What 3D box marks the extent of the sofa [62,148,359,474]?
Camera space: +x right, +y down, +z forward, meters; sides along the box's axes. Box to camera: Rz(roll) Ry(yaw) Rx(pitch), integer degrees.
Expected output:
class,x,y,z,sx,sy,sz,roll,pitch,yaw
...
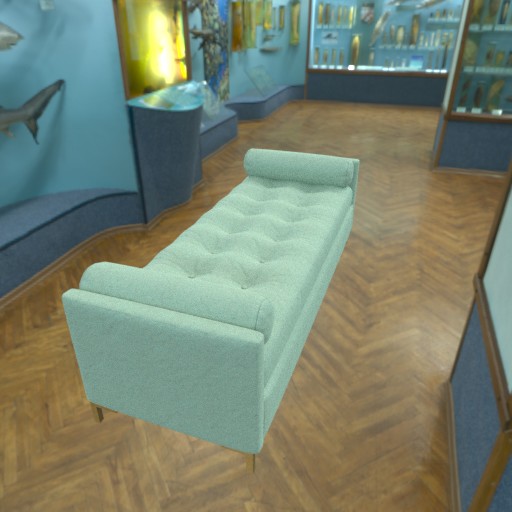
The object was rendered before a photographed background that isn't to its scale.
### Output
class,x,y,z,sx,sy,sz,roll,pitch,yaw
sofa,0.000,0.000,2.486,0.796,0.705,2.102,10,31,18
